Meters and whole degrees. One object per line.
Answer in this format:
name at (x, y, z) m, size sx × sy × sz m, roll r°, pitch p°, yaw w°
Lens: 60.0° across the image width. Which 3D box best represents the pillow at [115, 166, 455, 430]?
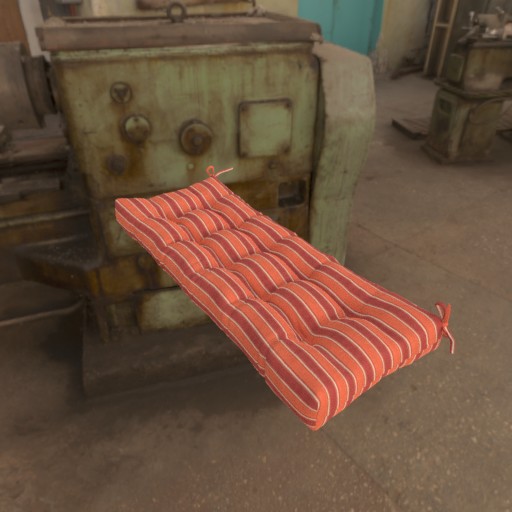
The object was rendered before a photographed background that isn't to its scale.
pillow at (0.000, 0.000, 1.387) m, size 0.511 × 0.174 × 1.194 m, roll -21°, pitch 39°, yaw -29°
